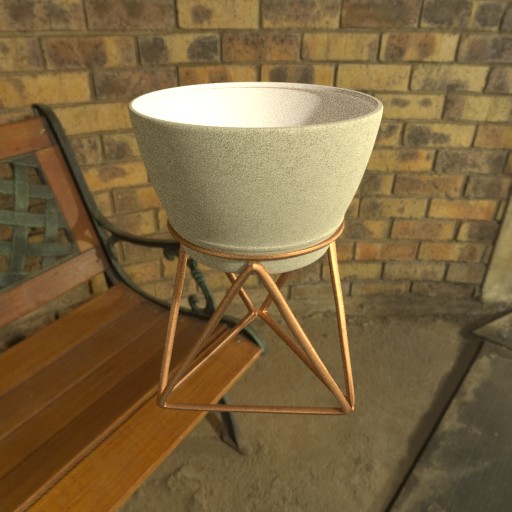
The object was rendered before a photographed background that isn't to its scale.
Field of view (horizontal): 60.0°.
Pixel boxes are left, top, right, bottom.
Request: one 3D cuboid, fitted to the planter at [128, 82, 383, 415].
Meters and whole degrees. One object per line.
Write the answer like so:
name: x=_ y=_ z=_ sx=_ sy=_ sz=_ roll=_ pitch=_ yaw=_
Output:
planter: x=0.000 y=0.000 z=0.746 sx=0.350 sy=0.504 sz=0.350 roll=1 pitch=29 yaw=2
